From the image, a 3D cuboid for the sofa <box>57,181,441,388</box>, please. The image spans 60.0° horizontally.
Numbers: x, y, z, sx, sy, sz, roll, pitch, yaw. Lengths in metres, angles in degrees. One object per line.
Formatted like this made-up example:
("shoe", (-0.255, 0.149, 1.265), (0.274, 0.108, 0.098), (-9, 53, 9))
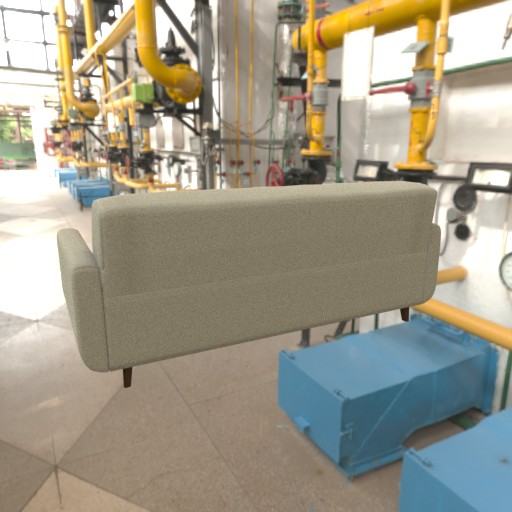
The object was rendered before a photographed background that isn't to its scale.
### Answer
("sofa", (0.000, 0.000, 2.679), (2.137, 0.892, 0.980), (-7, 16, -26))
